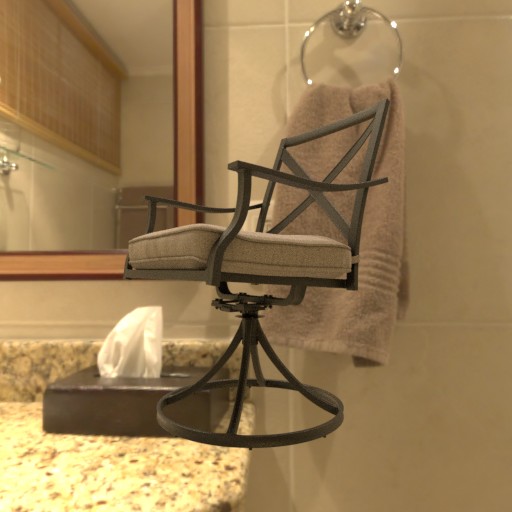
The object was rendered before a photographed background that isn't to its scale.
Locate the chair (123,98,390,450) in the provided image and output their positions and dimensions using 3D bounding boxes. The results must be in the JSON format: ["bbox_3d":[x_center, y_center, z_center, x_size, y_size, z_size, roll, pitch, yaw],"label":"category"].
[{"bbox_3d":[0.000,0.000,1.280,0.620,0.889,0.575,1,-2,-34],"label":"chair"}]
